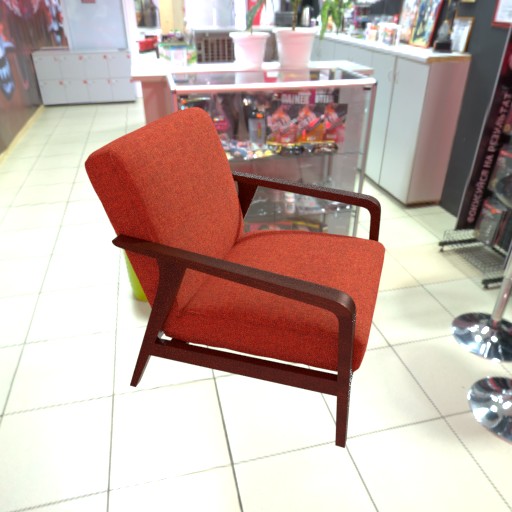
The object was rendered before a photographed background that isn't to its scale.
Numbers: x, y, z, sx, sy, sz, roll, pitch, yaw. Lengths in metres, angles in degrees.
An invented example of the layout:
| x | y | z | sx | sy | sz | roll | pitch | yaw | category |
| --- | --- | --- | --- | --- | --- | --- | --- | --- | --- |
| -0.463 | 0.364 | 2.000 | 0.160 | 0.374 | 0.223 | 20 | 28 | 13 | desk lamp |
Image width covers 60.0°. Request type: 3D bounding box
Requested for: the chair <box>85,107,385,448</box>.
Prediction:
| x | y | z | sx | sy | sz | roll | pitch | yaw | category |
| --- | --- | --- | --- | --- | --- | --- | --- | --- | --- |
| 0.000 | 0.000 | 1.570 | 0.860 | 0.890 | 0.719 | 10 | 32 | 16 | chair |
